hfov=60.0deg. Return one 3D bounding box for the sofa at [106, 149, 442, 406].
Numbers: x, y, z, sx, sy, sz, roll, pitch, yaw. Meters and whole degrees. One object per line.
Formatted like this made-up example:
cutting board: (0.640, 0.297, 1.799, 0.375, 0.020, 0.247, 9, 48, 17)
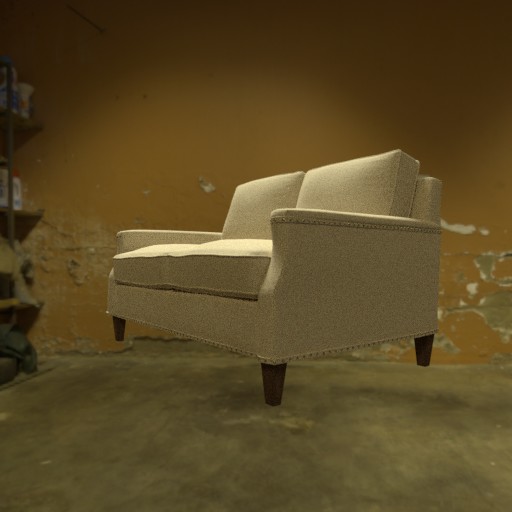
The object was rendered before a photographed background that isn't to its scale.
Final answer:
sofa: (0.000, 0.000, 2.354, 1.084, 1.003, 1.597, 0, 0, -37)
